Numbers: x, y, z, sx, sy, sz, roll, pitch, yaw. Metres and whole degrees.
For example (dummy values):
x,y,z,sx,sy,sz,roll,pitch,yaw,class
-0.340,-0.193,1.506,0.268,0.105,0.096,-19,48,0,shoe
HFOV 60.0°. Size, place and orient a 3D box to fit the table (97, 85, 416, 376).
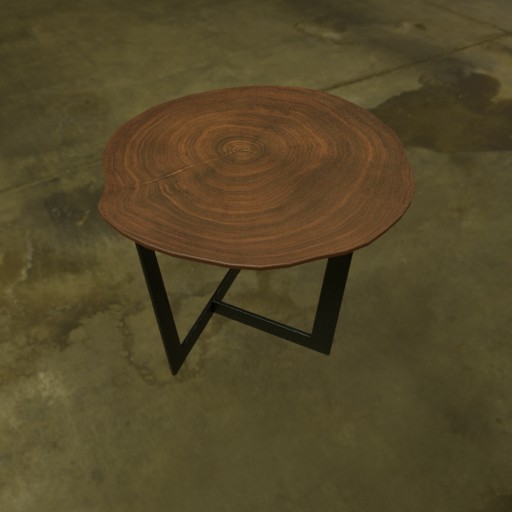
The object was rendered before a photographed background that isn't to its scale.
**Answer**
x,y,z,sx,sy,sz,roll,pitch,yaw,class
0.000,0.000,0.876,0.494,0.476,0.477,10,48,9,table
